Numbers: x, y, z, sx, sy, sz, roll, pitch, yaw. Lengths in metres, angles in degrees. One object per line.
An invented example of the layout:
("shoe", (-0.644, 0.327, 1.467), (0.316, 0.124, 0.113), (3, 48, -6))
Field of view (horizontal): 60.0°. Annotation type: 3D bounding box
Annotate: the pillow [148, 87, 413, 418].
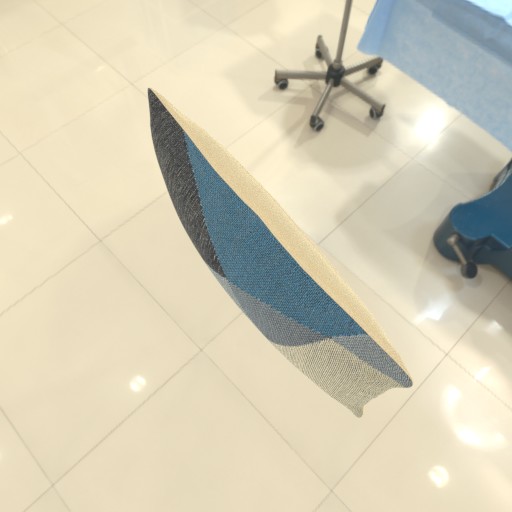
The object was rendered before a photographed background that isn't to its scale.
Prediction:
("pillow", (0.000, 0.000, 0.748), (0.148, 0.307, 0.604), (-34, 68, -16))
